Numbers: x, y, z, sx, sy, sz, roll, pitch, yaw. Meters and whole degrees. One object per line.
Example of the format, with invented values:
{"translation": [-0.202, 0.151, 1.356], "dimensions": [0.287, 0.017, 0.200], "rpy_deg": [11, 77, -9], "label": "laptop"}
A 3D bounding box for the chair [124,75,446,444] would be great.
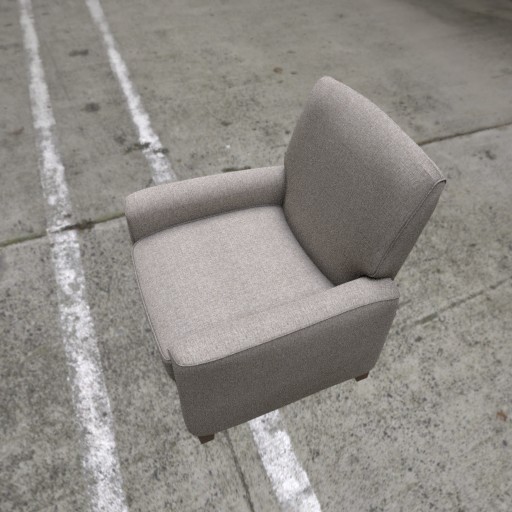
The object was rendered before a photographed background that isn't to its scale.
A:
{"translation": [0.000, 0.000, 1.621], "dimensions": [0.864, 1.014, 0.848], "rpy_deg": [-16, 48, -15], "label": "chair"}
